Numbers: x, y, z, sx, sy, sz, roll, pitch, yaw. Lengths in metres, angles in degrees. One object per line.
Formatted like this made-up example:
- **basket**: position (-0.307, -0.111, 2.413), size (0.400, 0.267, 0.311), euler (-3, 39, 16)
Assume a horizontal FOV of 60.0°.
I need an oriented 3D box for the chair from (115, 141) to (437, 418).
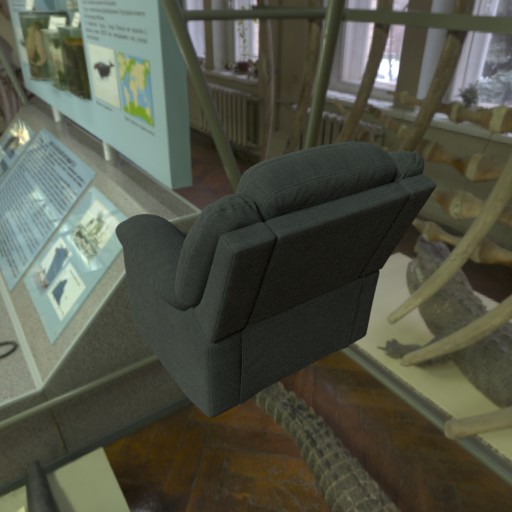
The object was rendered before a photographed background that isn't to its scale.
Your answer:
- **chair**: position (0.000, 0.000, 1.758), size (0.899, 1.008, 0.944), euler (-19, 35, -30)
